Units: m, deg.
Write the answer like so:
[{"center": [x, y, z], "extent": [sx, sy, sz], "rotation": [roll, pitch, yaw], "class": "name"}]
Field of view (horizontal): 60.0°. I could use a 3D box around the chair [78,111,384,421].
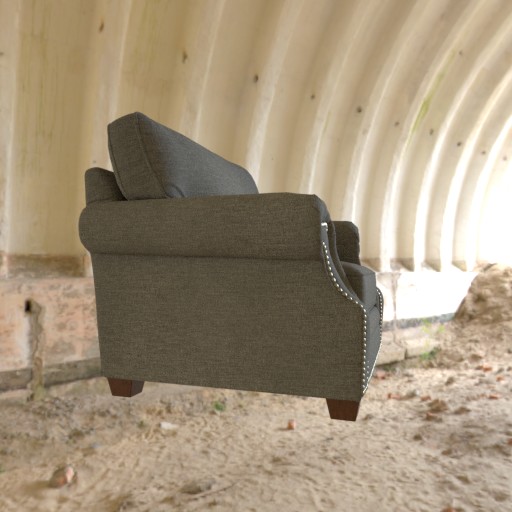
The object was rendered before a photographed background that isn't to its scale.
[{"center": [0.000, 0.000, 1.813], "extent": [0.965, 0.961, 1.092], "rotation": [-1, -2, 19], "class": "chair"}]
